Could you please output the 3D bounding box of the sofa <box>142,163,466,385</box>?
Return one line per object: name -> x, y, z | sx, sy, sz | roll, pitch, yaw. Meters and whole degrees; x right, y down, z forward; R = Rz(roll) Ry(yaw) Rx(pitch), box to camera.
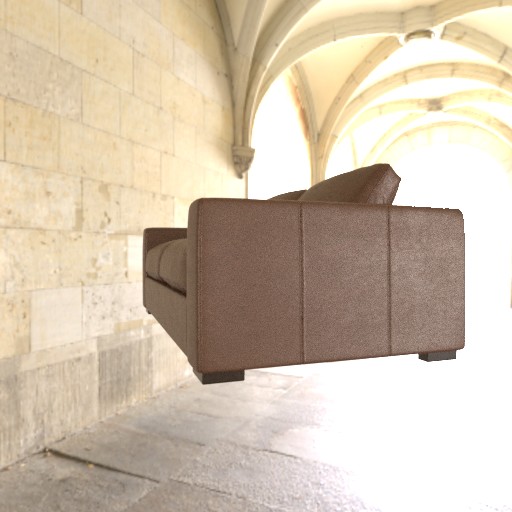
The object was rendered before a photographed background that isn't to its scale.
sofa -> 0.000, 0.000, 2.414 | 1.070, 0.800, 1.920 | 0, 0, -19
